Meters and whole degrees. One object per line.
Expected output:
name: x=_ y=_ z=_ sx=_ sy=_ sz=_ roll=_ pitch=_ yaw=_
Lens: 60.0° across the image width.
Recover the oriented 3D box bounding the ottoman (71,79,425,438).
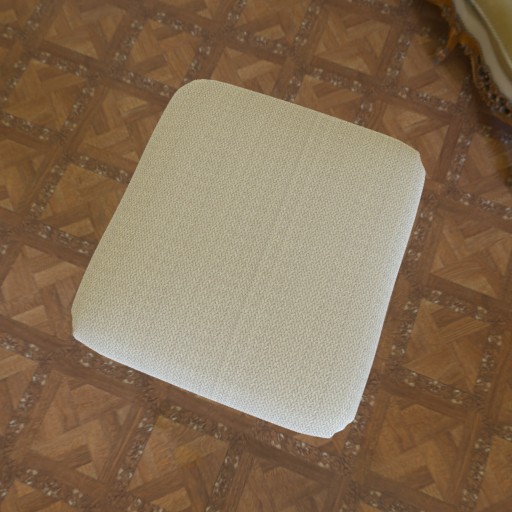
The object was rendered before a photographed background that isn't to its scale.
ottoman: x=0.000 y=0.000 z=1.091 sx=0.622 sy=0.447 sz=0.684 roll=20 pitch=76 yaw=5
